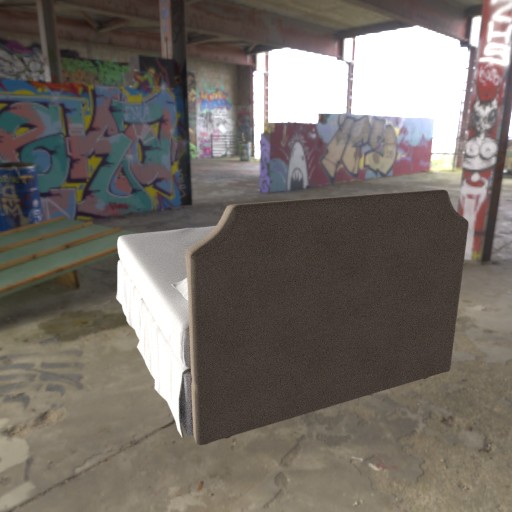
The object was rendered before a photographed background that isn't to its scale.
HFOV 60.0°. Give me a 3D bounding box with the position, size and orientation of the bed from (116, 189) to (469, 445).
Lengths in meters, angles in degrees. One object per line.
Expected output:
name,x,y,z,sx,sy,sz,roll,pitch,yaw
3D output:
bed,0.000,0.000,3.602,1.977,1.293,2.498,-7,17,-24
